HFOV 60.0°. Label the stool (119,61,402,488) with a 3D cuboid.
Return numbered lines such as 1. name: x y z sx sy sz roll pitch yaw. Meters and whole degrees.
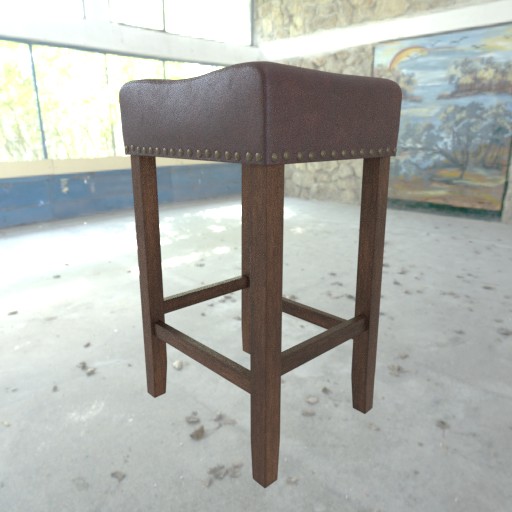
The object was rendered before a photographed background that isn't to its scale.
1. stool: 0.000 0.000 1.031 0.401 0.769 0.465 -14 21 -41
